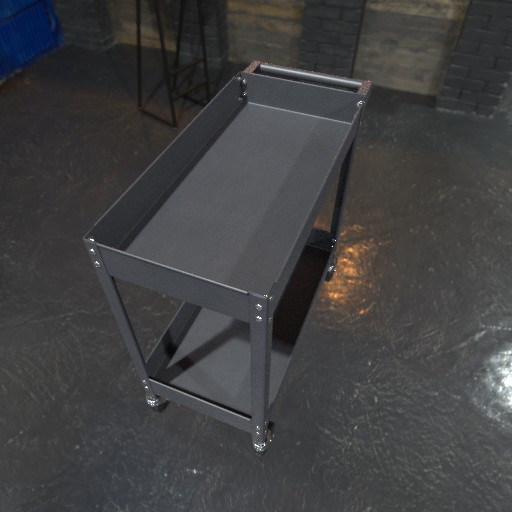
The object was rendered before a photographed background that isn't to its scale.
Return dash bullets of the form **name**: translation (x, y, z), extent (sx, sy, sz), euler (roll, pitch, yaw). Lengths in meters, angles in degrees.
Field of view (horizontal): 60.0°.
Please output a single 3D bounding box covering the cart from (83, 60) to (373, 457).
- **cart**: translation (0.000, 0.000, 1.204), extent (0.366, 0.719, 0.779), euler (17, 50, 15)
